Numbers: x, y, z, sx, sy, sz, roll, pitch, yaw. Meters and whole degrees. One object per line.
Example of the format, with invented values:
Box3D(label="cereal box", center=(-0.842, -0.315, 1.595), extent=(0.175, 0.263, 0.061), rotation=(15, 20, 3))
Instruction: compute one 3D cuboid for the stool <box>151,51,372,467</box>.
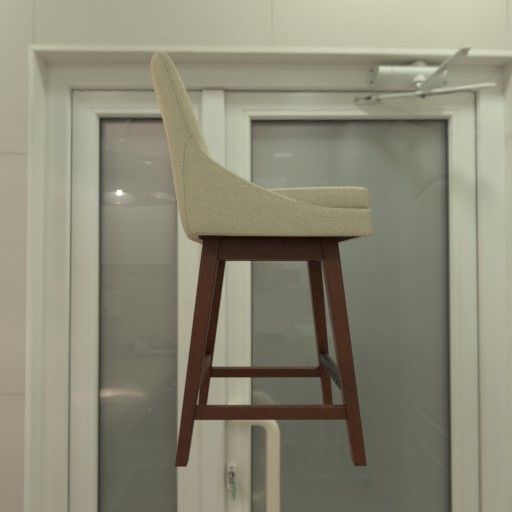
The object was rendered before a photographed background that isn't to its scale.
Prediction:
Box3D(label="stool", center=(0.000, 0.000, 1.274), extent=(0.559, 0.991, 0.469), rotation=(0, -1, 0))
